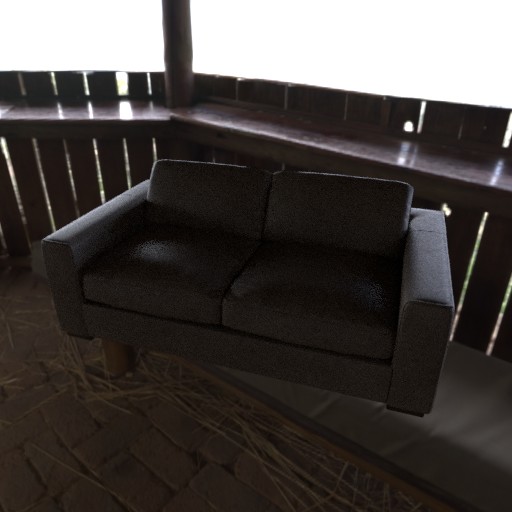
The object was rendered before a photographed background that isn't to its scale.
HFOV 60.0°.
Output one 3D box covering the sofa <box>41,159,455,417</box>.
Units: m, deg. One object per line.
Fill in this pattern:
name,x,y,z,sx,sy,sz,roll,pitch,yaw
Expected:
sofa,0.000,0.000,2.414,1.920,0.800,1.070,9,29,16
